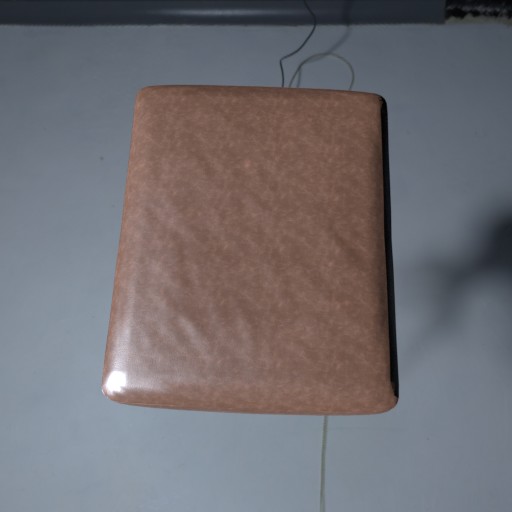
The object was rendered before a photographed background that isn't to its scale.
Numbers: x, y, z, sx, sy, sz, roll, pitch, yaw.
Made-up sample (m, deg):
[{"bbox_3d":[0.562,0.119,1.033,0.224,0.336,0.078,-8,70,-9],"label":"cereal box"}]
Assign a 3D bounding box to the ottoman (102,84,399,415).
[{"bbox_3d":[0.000,0.000,1.122,0.603,0.476,0.751,2,76,1],"label":"ottoman"}]
